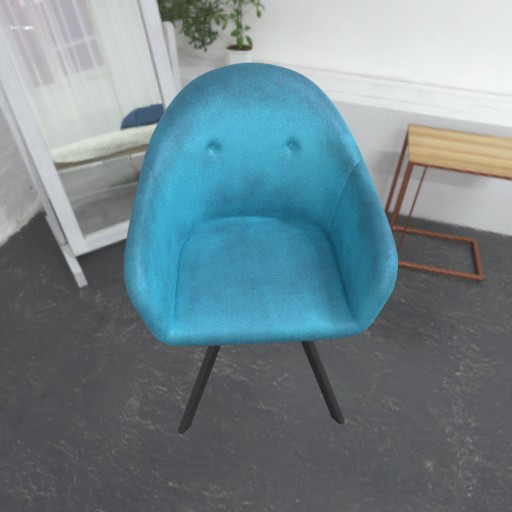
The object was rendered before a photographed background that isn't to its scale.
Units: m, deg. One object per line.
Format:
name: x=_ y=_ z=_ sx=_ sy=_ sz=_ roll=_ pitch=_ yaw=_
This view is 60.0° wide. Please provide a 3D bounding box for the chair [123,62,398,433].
chair: x=0.000 y=0.000 z=1.144 sx=0.540 sy=0.780 sz=0.570 roll=-2 pitch=45 yaw=-2
